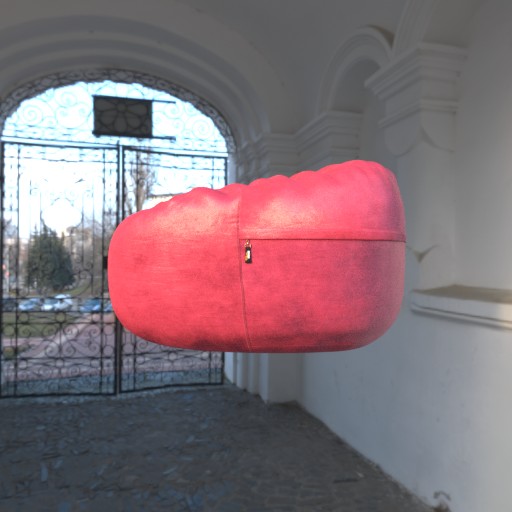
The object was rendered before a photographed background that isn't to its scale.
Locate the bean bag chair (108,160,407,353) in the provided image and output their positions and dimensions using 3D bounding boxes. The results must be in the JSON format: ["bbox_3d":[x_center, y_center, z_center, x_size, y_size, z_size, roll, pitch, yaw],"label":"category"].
[{"bbox_3d":[0.000,0.000,2.414,1.524,0.878,1.524,0,0,1],"label":"bean bag chair"}]
